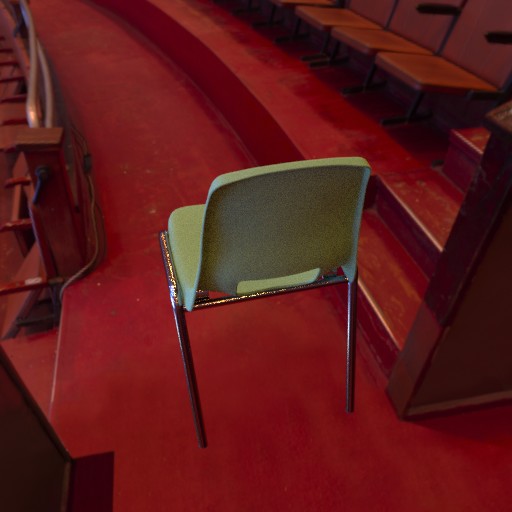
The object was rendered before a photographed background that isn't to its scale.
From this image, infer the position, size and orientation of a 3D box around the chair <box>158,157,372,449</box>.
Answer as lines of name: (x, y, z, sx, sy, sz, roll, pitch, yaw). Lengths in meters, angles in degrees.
chair: (0.000, 0.000, 0.919, 0.381, 0.653, 0.436, -9, 42, -11)
